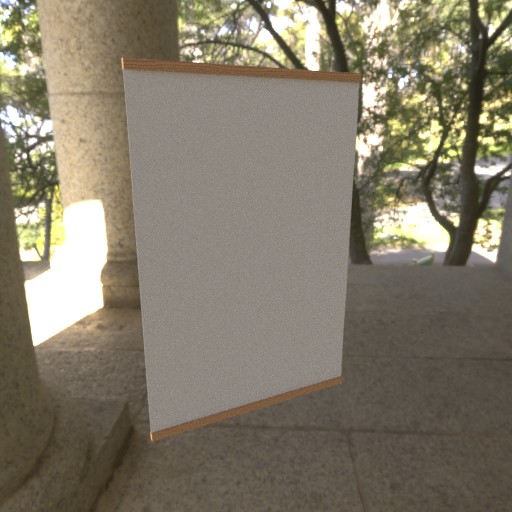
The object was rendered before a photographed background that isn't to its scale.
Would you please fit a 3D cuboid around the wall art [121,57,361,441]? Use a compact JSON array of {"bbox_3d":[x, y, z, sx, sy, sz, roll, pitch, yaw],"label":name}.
[{"bbox_3d":[0.000,0.000,1.924,1.011,1.521,0.025,-8,18,-26],"label":"wall art"}]
